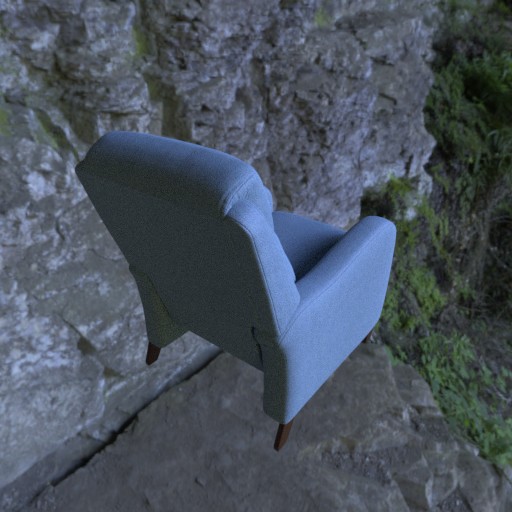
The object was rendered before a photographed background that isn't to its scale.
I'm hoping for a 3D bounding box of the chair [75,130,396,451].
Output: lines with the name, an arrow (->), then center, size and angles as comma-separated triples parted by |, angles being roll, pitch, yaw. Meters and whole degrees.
chair -> 0.000, 0.000, 1.748 | 0.785, 1.067, 0.988 | 21, 36, 32
